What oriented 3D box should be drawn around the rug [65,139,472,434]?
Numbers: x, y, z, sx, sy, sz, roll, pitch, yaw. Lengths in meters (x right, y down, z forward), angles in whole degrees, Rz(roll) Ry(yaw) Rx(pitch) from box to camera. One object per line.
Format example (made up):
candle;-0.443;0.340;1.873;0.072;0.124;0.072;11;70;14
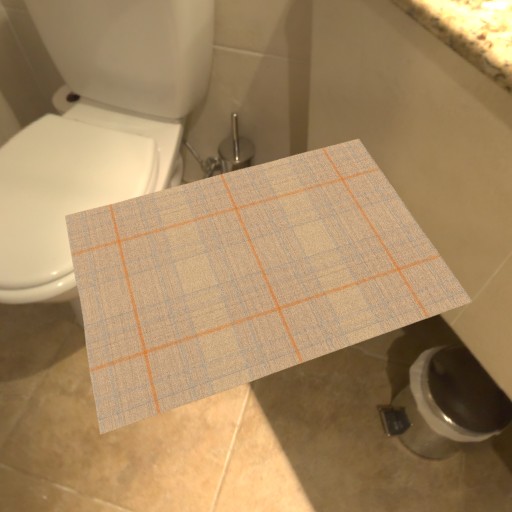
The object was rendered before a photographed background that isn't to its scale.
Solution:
rug;0.000;0.000;2.327;1.825;0.015;1.232;-17;59;-11
